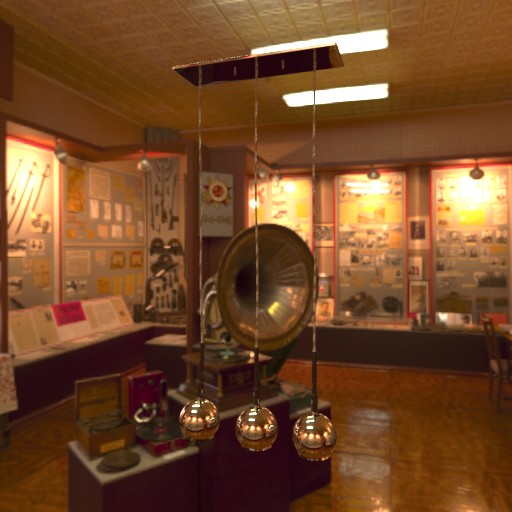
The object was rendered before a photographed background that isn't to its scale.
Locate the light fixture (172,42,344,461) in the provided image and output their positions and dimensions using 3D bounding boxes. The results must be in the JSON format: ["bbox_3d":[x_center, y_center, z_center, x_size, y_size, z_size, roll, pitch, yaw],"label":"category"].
[{"bbox_3d":[0.000,0.000,1.649,0.623,1.408,0.188,0,1,19],"label":"light fixture"}]
